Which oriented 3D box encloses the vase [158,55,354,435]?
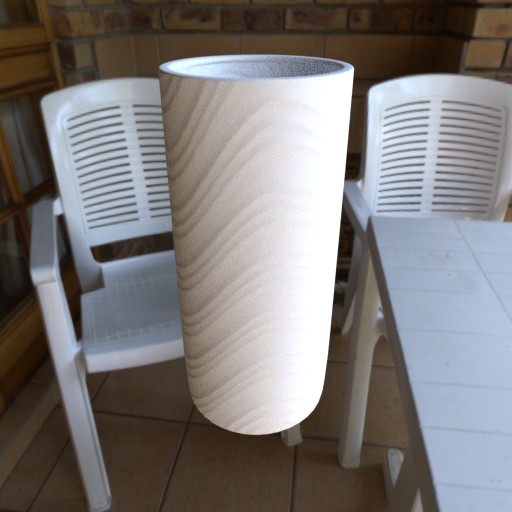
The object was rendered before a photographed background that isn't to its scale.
[{"bbox_3d":[0.000,0.000,0.395,0.143,0.316,0.143,0,30,0],"label":"vase"}]
